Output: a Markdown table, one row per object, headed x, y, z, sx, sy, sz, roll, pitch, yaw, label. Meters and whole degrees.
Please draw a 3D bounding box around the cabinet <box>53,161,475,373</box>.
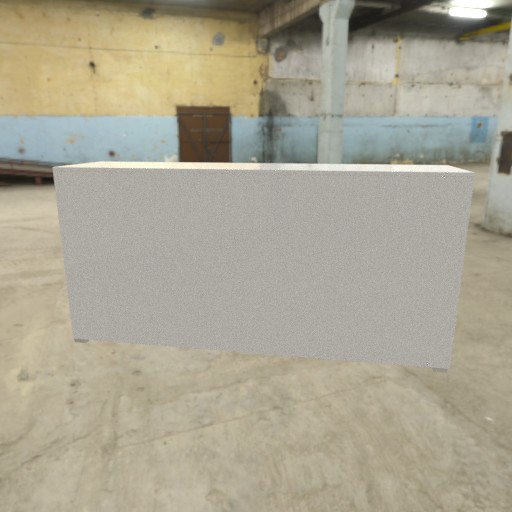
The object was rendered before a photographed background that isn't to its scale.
| x | y | z | sx | sy | sz | roll | pitch | yaw | label |
| --- | --- | --- | --- | --- | --- | --- | --- | --- | --- |
| 0.000 | 0.000 | 2.007 | 1.650 | 0.800 | 0.400 | 3 | 16 | 9 | cabinet |
